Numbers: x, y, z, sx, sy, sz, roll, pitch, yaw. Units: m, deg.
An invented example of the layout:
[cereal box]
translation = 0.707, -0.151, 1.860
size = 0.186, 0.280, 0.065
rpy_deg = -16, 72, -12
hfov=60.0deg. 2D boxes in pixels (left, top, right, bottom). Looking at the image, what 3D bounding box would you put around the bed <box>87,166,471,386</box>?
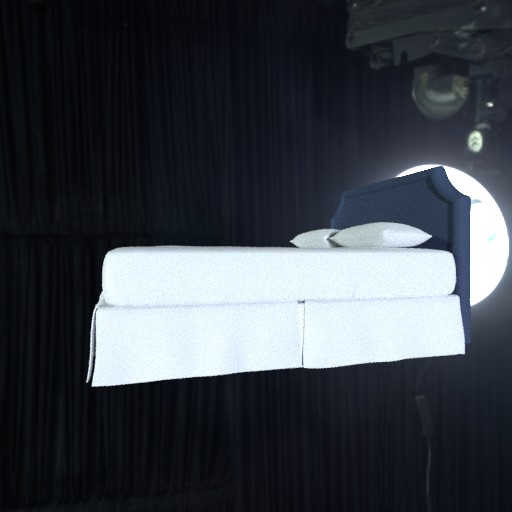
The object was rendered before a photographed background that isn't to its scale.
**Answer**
[bed]
translation = 0.000, 0.000, 4.012
size = 2.773, 1.488, 2.350
rpy_deg = 0, 0, -17
